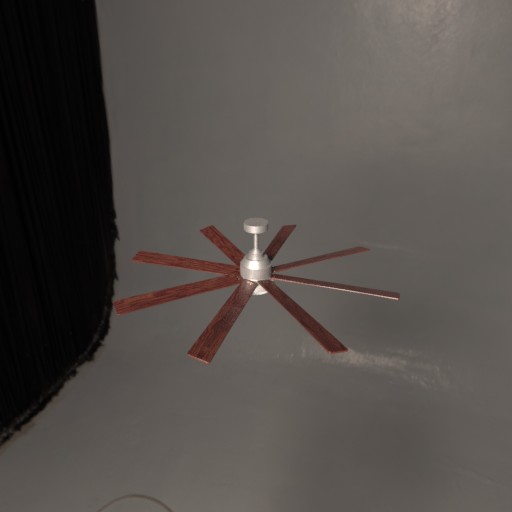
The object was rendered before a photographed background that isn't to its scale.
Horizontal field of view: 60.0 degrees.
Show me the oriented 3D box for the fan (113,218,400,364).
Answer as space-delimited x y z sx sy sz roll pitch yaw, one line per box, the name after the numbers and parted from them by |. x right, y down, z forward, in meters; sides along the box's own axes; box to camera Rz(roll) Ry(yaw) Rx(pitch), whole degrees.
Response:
0.000 0.000 2.880 1.830 0.472 1.830 8 27 16 | fan
